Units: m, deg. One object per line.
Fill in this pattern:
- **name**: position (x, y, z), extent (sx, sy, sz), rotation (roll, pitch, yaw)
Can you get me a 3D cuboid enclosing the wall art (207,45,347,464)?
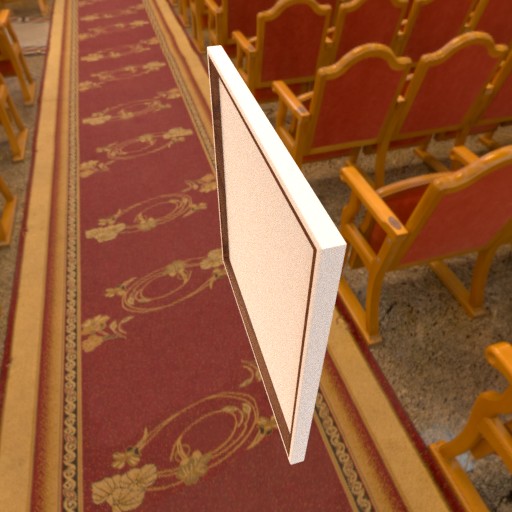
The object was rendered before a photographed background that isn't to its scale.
- **wall art**: position (0.000, 0.000, 1.115), extent (0.037, 0.757, 0.757), rotation (-11, 46, -11)
